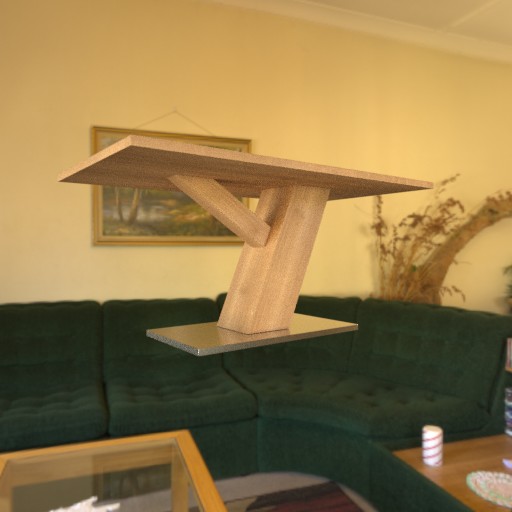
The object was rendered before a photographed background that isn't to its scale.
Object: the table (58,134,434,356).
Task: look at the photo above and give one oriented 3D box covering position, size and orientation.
[{"bbox_3d":[0.000,0.000,2.158,1.600,0.750,0.900,-1,1,-37],"label":"table"}]
